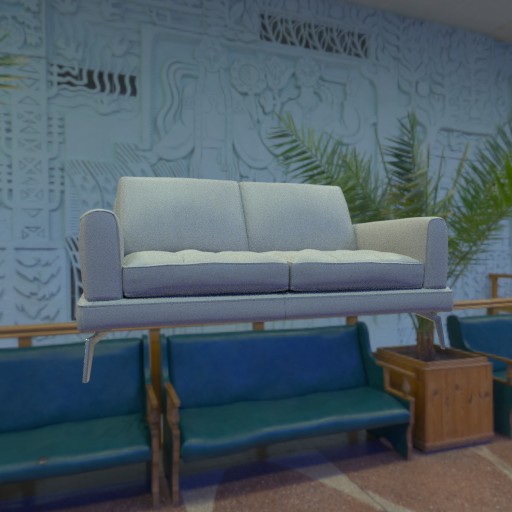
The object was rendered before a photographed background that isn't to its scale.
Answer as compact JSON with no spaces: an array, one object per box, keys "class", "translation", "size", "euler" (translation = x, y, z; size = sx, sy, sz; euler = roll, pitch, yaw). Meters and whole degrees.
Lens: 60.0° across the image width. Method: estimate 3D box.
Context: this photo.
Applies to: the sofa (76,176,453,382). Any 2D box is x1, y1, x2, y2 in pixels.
[{"class":"sofa","translation":[0.000,0.000,2.479],"size":[1.819,0.930,1.121],"euler":[0,1,-18]}]
